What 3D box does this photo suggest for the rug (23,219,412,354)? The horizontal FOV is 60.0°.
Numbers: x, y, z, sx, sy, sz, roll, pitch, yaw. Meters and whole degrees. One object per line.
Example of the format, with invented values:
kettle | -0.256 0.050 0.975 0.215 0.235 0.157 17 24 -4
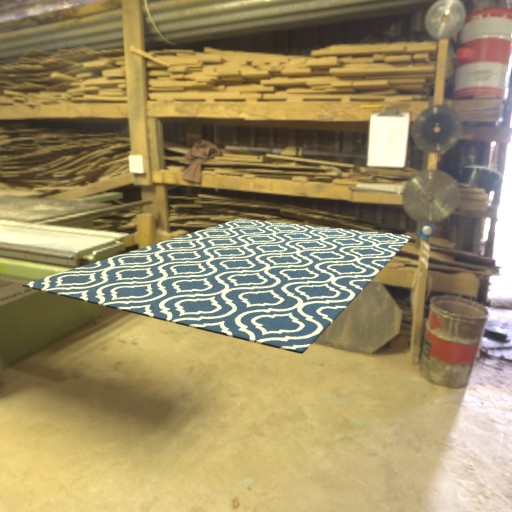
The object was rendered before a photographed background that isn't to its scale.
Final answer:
rug | 0.000 0.000 2.782 1.524 0.010 2.134 8 17 27
